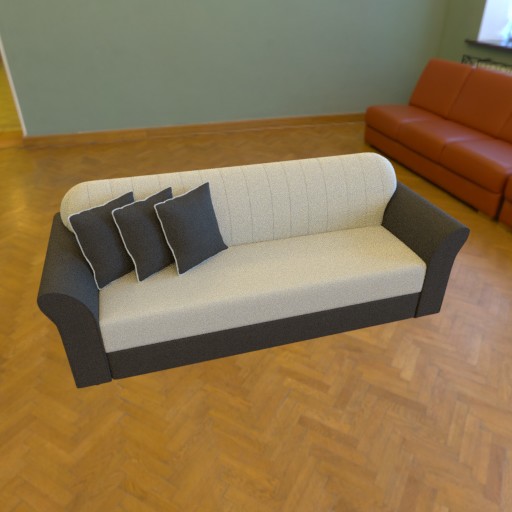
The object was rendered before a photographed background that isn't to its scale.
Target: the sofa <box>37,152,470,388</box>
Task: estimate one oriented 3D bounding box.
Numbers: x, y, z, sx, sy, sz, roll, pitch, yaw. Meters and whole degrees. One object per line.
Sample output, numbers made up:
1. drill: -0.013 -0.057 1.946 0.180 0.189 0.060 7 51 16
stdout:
1. sofa: 0.000 0.000 2.366 2.001 0.787 0.755 -9 33 -14
